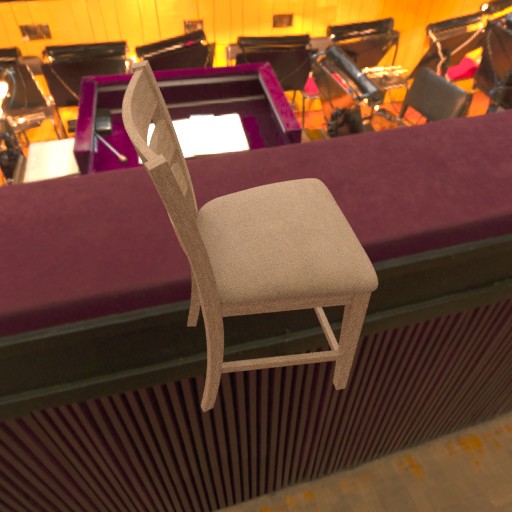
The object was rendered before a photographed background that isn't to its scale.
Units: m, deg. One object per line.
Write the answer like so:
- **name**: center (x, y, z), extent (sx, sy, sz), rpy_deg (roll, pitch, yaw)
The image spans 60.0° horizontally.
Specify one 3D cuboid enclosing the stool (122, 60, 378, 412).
- **stool**: center (0.000, 0.000, 1.319), extent (0.569, 1.032, 0.484), rpy_deg (-10, 47, -10)
